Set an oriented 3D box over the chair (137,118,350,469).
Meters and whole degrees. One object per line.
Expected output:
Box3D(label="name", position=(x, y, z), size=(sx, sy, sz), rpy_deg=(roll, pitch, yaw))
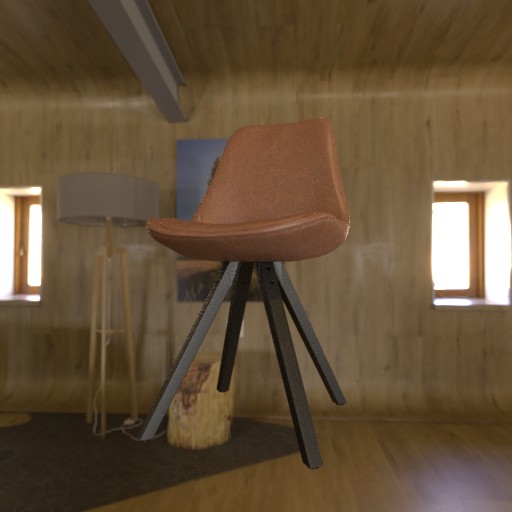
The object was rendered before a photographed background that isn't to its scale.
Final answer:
Box3D(label="chair", position=(0.000, 0.000, 1.157), size=(0.475, 0.850, 0.550), rpy_deg=(0, -1, 20))
